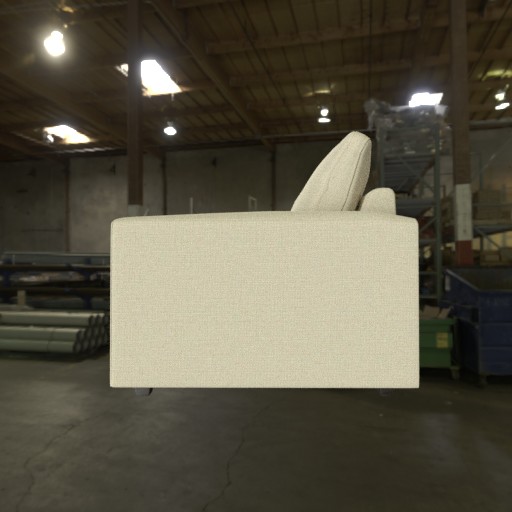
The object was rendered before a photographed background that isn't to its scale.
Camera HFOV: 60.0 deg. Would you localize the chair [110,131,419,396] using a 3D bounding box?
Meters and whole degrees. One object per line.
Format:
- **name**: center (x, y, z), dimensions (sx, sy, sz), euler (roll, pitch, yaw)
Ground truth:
- **chair**: center (0.000, 0.000, 2.088), dimensions (1.039, 0.915, 1.398), euler (0, -1, 0)
